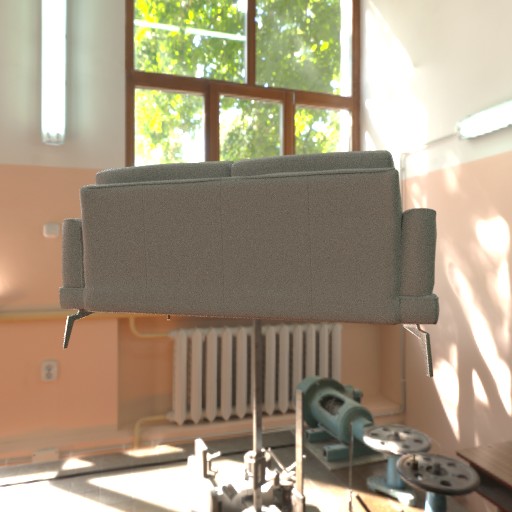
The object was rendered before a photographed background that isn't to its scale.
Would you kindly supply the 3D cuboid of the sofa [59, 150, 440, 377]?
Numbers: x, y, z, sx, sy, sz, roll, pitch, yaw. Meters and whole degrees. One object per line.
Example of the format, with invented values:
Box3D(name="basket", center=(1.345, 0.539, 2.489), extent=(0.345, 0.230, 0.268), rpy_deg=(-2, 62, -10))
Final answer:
Box3D(name="sofa", center=(0.000, 0.000, 2.466), extent=(1.819, 0.930, 1.121), rpy_deg=(0, 0, 17))
